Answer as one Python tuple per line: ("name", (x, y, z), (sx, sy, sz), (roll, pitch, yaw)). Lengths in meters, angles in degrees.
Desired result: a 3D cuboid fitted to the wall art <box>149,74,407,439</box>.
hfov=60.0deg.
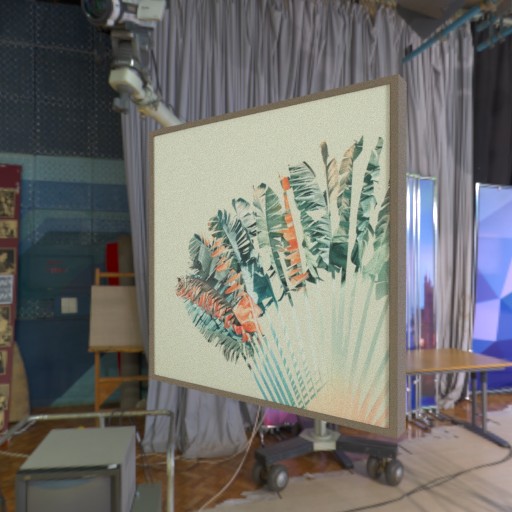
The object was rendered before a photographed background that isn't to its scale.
("wall art", (0.000, 0.000, 0.776), (0.508, 0.506, 0.038), (0, 1, 35))
